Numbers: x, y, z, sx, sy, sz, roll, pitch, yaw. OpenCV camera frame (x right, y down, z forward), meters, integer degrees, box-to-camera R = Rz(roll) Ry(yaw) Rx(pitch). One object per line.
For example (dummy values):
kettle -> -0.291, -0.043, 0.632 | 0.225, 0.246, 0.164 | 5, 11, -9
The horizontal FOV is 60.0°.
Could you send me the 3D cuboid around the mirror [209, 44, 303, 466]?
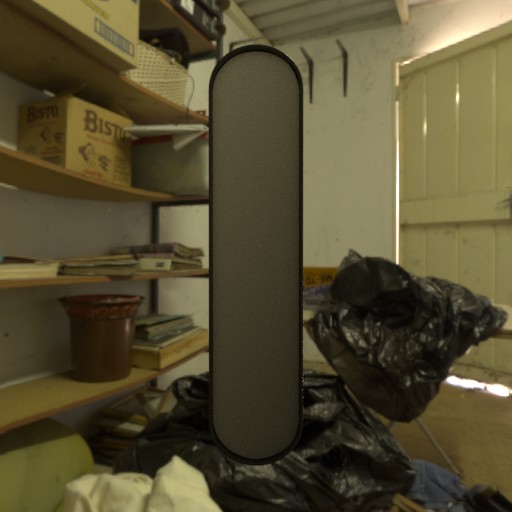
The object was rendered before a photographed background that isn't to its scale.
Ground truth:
mirror -> 0.000, 0.000, 1.057 | 0.222, 0.991, 0.032 | 0, 1, 1
